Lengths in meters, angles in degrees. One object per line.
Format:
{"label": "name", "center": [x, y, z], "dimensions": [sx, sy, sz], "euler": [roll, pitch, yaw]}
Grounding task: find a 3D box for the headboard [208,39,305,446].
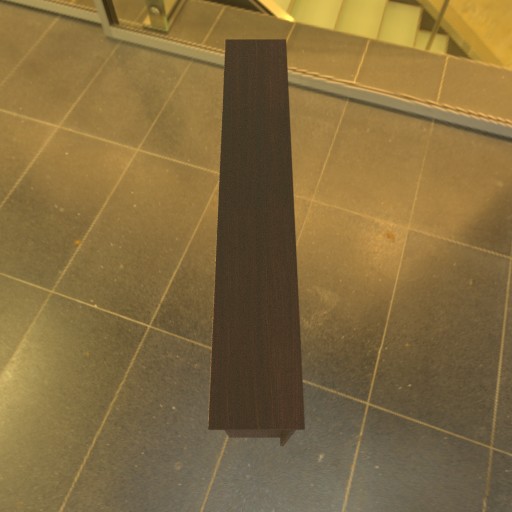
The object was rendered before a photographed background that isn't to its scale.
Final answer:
{"label": "headboard", "center": [0.000, 0.000, 2.138], "dimensions": [0.279, 1.092, 1.671], "euler": [0, 63, 0]}
